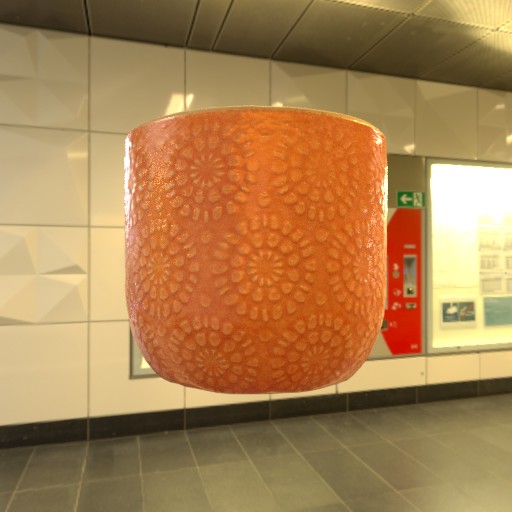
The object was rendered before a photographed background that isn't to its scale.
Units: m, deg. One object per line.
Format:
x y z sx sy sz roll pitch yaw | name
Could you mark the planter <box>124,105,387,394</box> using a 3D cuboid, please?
0.000 0.000 0.293 0.170 0.152 0.170 0 0 0 | planter
